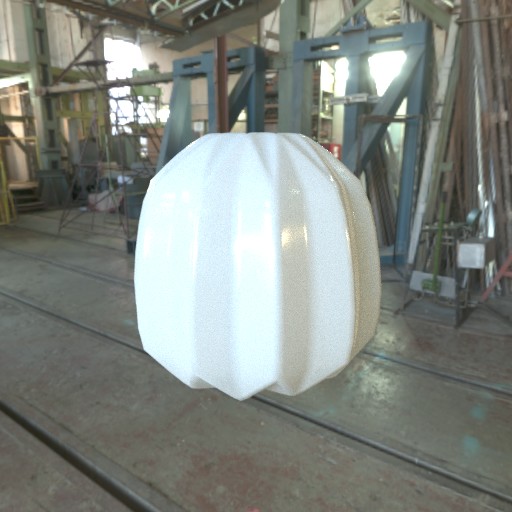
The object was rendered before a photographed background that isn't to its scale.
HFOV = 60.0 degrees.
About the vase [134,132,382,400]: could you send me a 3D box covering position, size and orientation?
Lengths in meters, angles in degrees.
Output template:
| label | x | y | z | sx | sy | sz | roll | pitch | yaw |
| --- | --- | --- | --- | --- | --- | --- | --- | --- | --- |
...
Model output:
| label | x | y | z | sx | sy | sz | roll | pitch | yaw |
| --- | --- | --- | --- | --- | --- | --- | --- | --- | --- |
| vase | 0.000 | 0.000 | 0.252 | 0.139 | 0.134 | 0.139 | 0 | 14 | 0 |
